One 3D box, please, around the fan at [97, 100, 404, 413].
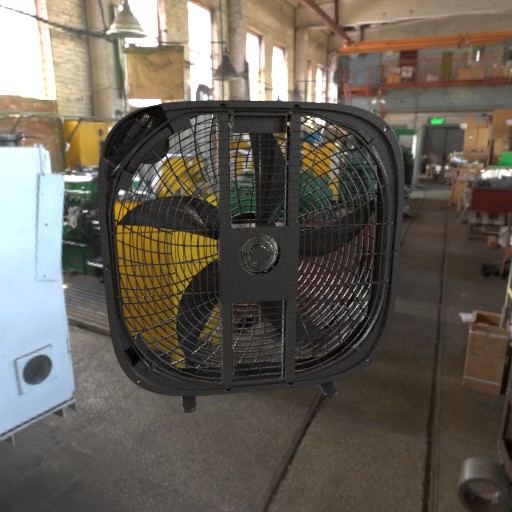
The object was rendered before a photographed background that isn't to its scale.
[{"bbox_3d":[0.000,0.000,0.812,0.526,0.533,0.142,-3,15,-10],"label":"fan"}]
